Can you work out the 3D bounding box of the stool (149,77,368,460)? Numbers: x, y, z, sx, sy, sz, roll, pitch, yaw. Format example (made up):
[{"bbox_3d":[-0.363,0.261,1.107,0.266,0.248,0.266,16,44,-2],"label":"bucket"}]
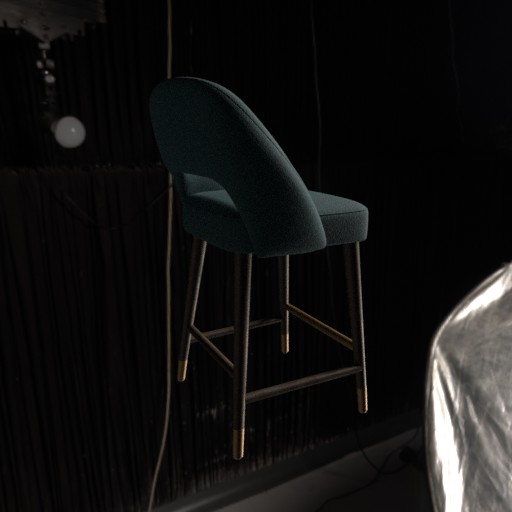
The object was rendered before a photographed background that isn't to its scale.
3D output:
[{"bbox_3d":[0.000,0.000,1.293,0.522,0.939,0.536,-8,17,-28],"label":"stool"}]
